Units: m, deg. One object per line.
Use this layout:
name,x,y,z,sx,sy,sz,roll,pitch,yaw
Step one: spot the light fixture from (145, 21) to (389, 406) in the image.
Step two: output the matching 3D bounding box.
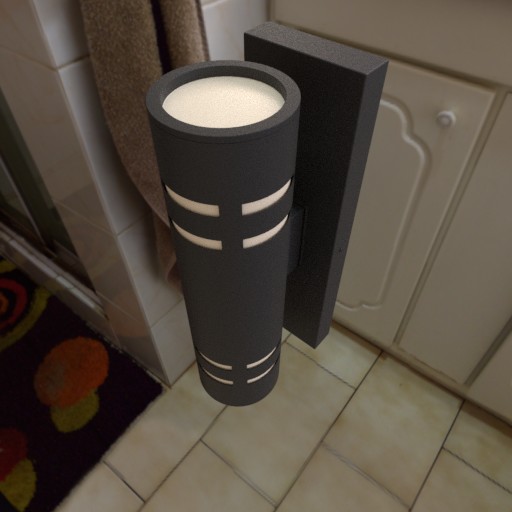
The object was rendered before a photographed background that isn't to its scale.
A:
light fixture,0.000,0.000,0.396,0.105,0.330,0.149,32,55,26
